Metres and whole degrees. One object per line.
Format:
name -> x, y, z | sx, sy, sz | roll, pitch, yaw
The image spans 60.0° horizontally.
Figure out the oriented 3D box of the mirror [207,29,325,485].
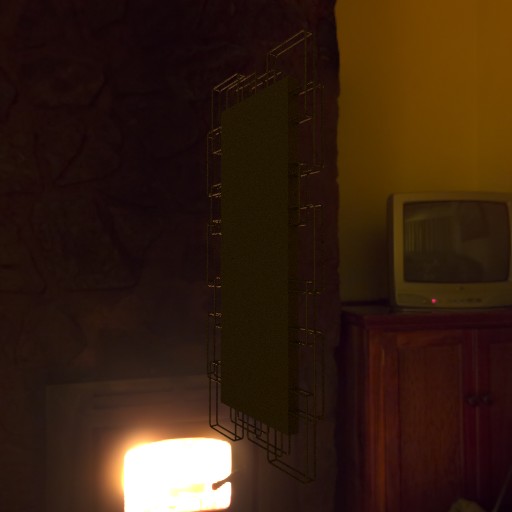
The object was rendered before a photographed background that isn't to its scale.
mirror -> 0.000, 0.000, 1.362 | 0.037, 1.192, 0.565 | 1, -1, -35
